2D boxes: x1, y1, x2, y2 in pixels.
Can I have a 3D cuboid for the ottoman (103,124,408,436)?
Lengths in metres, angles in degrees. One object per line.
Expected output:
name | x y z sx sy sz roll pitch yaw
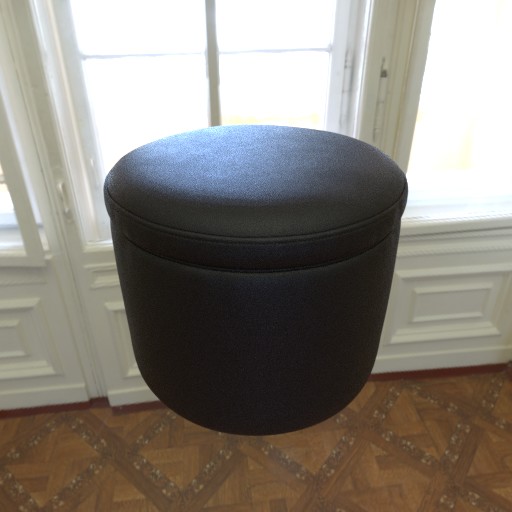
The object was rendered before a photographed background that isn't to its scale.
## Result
ottoman | 0.000 0.000 0.839 0.501 0.409 0.501 0 31 0
